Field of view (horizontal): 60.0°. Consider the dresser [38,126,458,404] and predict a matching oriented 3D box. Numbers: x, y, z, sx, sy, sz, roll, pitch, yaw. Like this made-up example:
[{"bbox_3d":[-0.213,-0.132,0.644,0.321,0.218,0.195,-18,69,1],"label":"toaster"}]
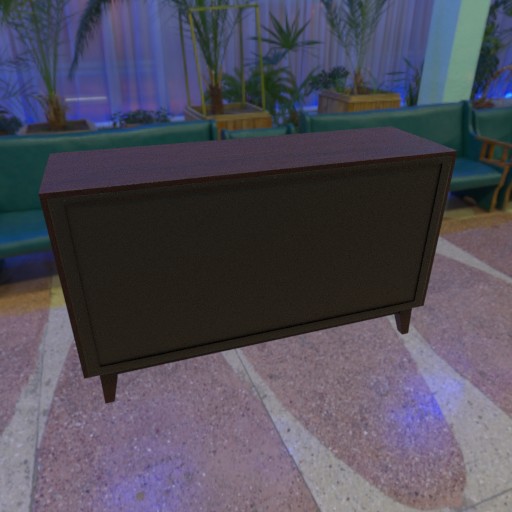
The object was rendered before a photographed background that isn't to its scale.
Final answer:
[{"bbox_3d":[0.000,0.000,2.057,1.609,0.971,0.499,-9,30,-16],"label":"dresser"}]
